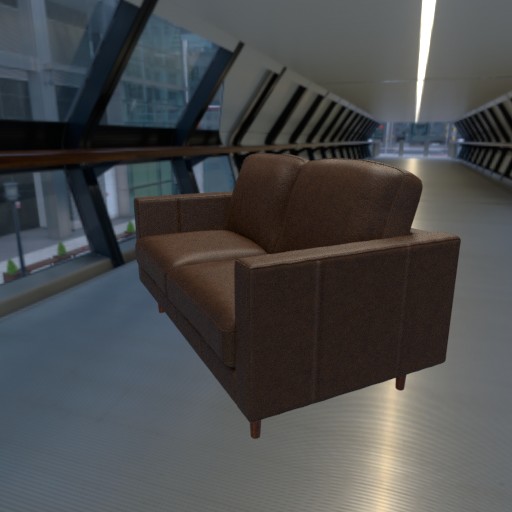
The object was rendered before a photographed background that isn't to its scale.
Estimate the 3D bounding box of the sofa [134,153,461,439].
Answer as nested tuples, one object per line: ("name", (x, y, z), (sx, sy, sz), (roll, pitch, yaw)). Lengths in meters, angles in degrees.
("sofa", (0.000, 0.000, 2.170), (0.909, 0.951, 1.578), (-8, 17, -26))
